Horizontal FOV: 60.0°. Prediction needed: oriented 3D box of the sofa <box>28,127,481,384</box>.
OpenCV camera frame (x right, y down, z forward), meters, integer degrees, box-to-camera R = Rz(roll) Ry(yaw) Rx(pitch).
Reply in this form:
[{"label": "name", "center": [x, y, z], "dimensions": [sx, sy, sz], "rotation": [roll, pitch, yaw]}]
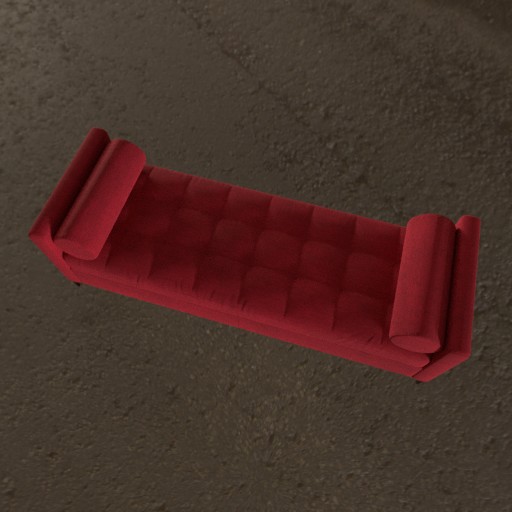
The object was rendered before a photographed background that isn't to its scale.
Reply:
[{"label": "sofa", "center": [0.000, 0.000, 2.298], "dimensions": [1.981, 0.635, 0.686], "rotation": [15, 64, 7]}]
